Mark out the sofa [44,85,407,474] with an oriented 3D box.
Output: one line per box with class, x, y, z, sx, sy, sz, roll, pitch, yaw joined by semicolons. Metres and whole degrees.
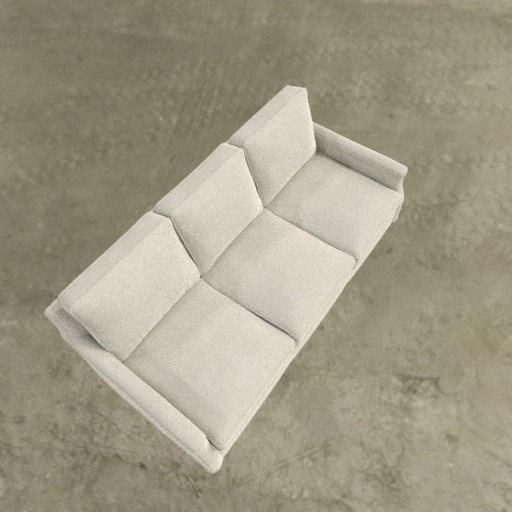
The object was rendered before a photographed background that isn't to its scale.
sofa;0.000;0.000;2.802;1.084;1.003;2.246;32;63;18
